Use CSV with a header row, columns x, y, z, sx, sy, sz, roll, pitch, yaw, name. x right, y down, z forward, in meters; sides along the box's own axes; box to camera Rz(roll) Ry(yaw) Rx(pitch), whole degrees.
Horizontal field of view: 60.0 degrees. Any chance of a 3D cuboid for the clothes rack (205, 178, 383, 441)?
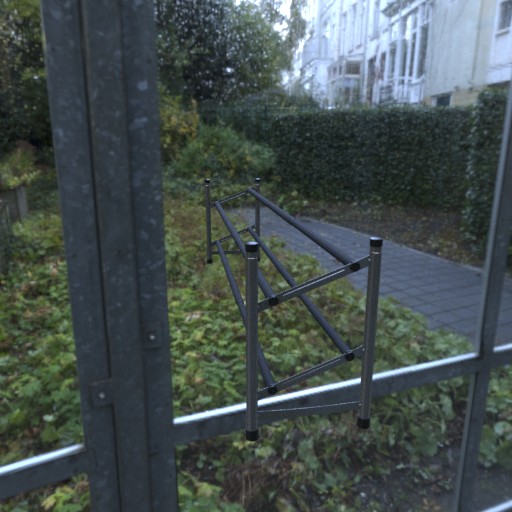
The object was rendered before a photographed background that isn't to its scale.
x,y,z,sx,sy,sz,roll,pitch,yaw,name
0.000,0.000,1.291,0.229,0.349,1.168,-2,15,-9,clothes rack
